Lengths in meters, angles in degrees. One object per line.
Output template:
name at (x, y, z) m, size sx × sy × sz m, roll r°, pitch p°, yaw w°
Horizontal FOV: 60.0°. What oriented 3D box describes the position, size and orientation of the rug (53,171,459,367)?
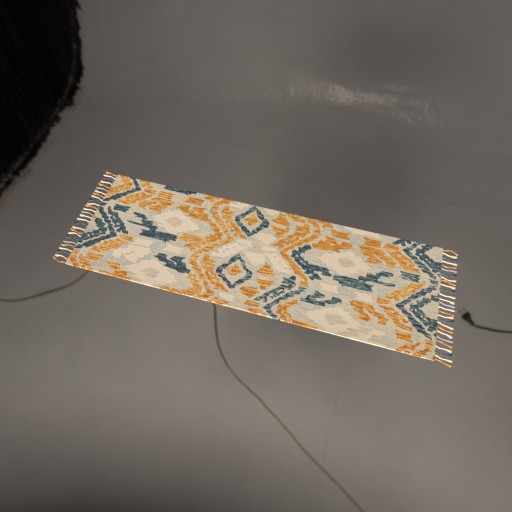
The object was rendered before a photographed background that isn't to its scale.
rug at (0.000, 0.000, 2.776) m, size 2.437 × 0.010 × 0.783 m, roll 14°, pitch 59°, yaw 8°
